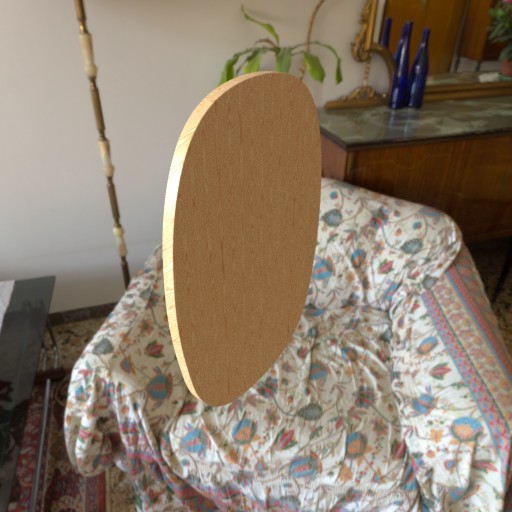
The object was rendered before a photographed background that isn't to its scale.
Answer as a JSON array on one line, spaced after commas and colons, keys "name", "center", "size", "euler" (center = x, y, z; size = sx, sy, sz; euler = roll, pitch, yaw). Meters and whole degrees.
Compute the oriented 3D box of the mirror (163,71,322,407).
[{"name": "mirror", "center": [0.000, 0.000, 1.394], "size": [0.037, 1.075, 0.724], "euler": [22, 38, 31]}]
